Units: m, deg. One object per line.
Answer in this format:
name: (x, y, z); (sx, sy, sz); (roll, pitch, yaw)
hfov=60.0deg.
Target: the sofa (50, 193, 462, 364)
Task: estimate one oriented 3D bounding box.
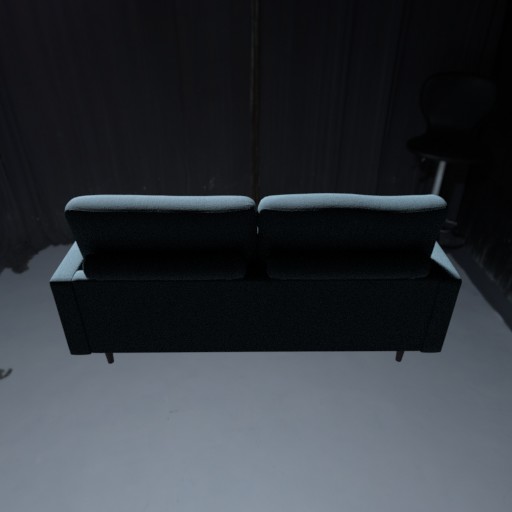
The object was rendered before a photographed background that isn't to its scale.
sofa: (0.000, 0.000, 2.586); (2.010, 1.050, 0.966); (0, 32, 0)
